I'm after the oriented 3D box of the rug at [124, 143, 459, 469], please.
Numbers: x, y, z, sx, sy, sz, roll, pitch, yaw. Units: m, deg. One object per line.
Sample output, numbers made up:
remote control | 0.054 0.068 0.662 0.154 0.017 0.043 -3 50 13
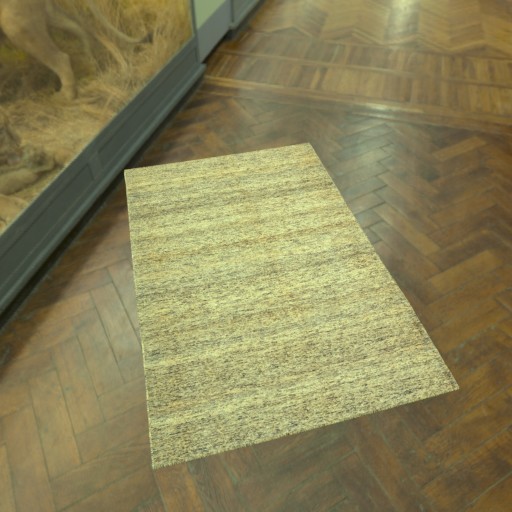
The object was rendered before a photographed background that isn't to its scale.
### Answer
rug | 0.000 0.000 2.294 1.243 0.014 1.846 -11 48 -10
